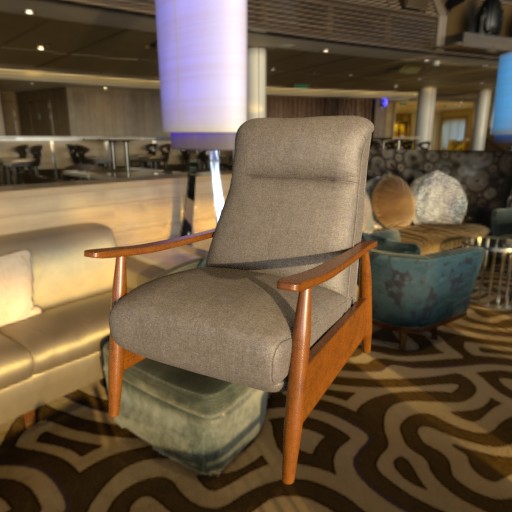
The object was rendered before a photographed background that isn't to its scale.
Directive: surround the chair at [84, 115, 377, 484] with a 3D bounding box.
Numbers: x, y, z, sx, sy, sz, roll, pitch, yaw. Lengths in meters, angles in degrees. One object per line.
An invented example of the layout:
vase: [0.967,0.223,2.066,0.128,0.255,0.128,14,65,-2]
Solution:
chair: [0.000,0.000,1.737,0.762,1.081,1.014,8,17,27]
